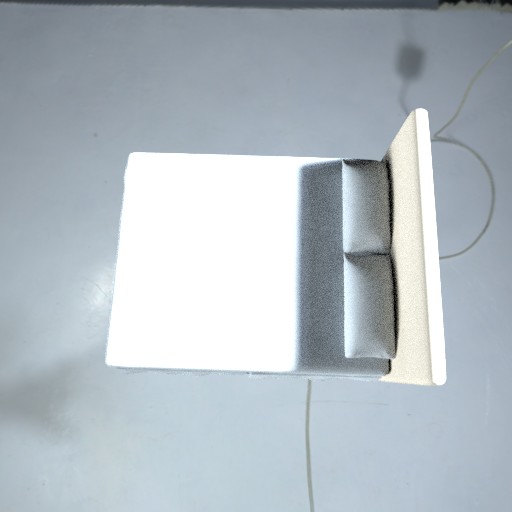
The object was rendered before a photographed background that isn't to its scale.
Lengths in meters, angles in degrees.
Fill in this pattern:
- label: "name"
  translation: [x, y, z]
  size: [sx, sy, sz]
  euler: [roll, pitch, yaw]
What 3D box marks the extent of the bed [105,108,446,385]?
- label: "bed"
  translation: [0.000, 0.000, 3.217]
  size: [2.142, 1.330, 1.748]
  euler: [2, 76, 0]
